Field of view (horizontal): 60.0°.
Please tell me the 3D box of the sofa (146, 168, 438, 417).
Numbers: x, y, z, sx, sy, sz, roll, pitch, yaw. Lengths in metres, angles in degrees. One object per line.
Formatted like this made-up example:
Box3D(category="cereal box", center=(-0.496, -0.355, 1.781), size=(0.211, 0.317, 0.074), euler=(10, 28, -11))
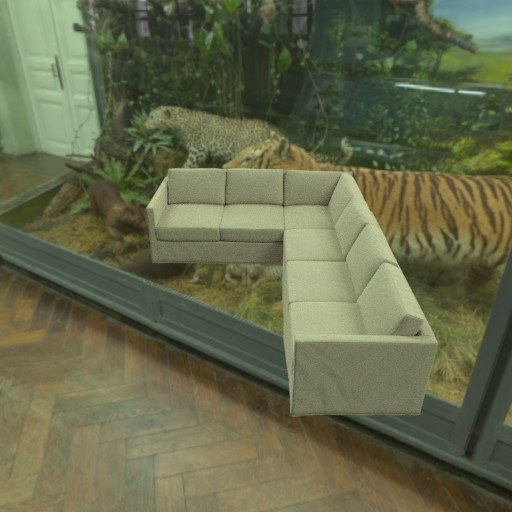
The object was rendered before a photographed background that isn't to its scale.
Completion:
Box3D(category="sofa", center=(0.000, 0.000, 4.363), size=(2.432, 0.871, 3.182), euler=(1, 29, 1))
